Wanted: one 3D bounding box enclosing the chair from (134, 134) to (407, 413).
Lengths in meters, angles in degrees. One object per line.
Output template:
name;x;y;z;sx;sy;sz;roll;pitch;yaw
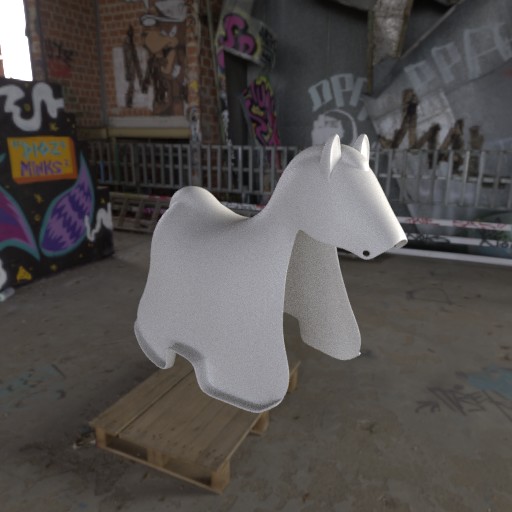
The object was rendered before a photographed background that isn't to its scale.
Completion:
chair;0.000;0.000;1.152;0.429;0.612;0.800;-15;21;-43
